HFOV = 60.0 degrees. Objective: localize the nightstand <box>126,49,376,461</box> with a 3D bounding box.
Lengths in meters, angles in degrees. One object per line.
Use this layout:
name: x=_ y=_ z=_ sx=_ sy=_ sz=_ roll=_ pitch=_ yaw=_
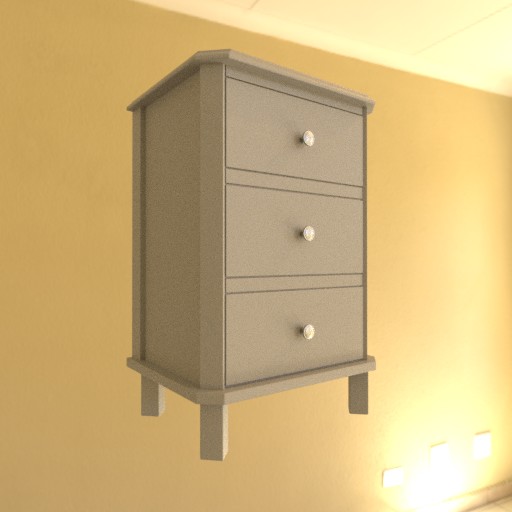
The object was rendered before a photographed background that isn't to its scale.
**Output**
nightstand: x=0.000 y=0.000 z=0.964 sx=0.450 sy=0.680 sz=0.350 roll=0 pitch=0 yaw=-36
